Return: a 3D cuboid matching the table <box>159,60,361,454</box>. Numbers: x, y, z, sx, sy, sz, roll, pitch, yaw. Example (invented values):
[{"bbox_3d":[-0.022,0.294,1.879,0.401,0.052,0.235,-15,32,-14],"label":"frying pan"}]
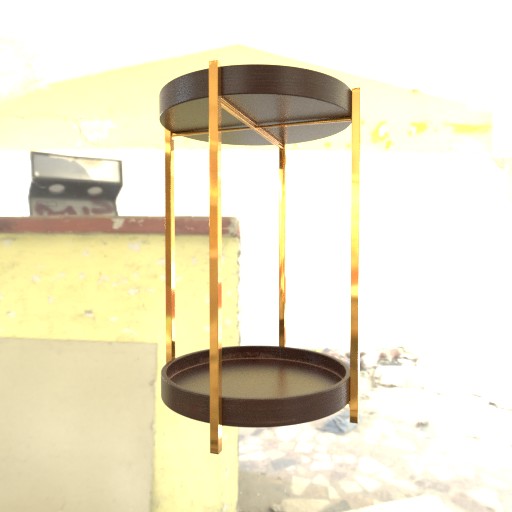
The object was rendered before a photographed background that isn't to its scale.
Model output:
[{"bbox_3d":[0.000,0.000,0.875,0.400,0.610,0.400,1,2,19],"label":"table"}]
